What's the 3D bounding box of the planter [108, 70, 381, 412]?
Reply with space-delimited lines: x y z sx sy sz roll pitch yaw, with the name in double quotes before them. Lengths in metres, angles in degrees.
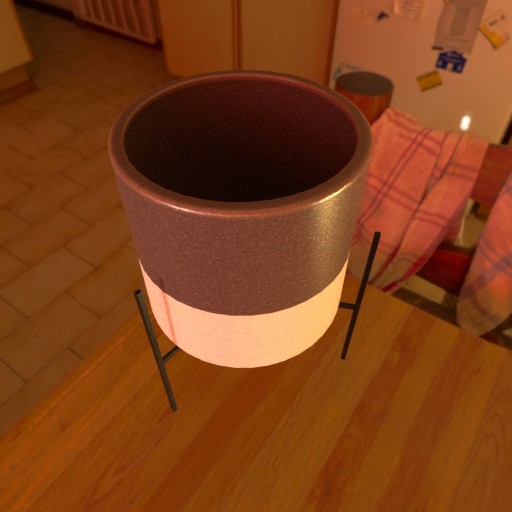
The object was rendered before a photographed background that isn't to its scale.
"planter" 0.000 0.000 0.527 0.260 0.353 0.250 4 47 3
